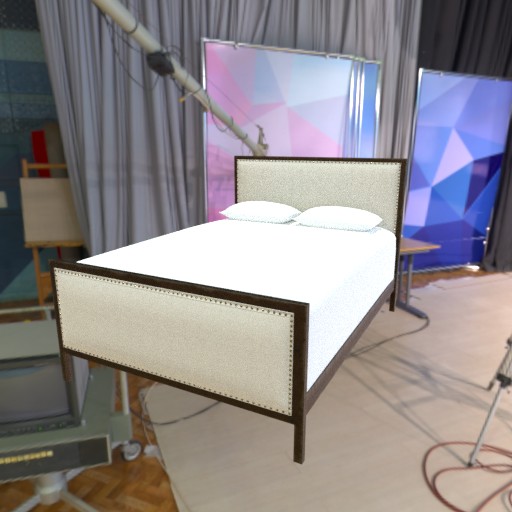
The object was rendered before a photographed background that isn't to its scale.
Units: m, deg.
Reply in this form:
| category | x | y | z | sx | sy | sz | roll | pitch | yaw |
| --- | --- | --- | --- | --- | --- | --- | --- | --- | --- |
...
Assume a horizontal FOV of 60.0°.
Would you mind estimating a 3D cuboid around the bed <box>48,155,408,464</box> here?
| category | x | y | z | sx | sy | sz | roll | pitch | yaw |
| --- | --- | --- | --- | --- | --- | --- | --- | --- | --- |
| bed | 0.000 | 0.000 | 3.163 | 1.607 | 1.313 | 2.221 | 8 | 16 | 27 |
